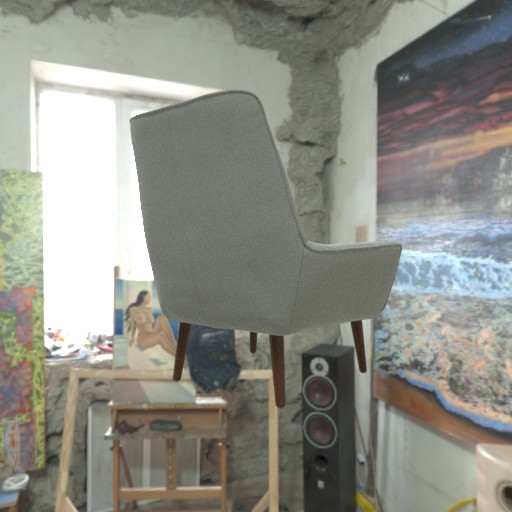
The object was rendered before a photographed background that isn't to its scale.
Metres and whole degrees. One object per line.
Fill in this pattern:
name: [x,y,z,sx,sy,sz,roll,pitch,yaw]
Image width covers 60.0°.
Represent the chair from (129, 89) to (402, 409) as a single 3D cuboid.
chair: [0.000,0.000,1.571,0.787,0.888,0.822,1,1,37]
